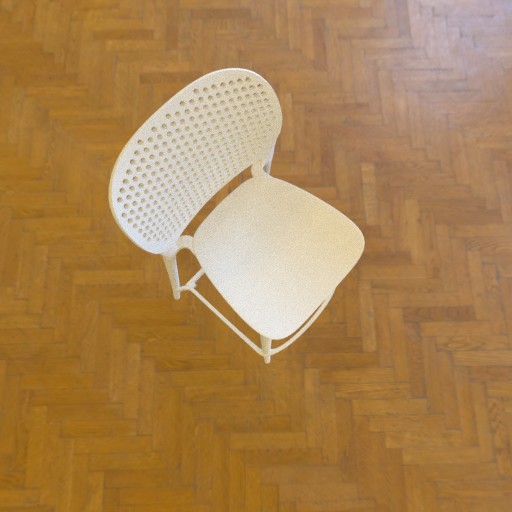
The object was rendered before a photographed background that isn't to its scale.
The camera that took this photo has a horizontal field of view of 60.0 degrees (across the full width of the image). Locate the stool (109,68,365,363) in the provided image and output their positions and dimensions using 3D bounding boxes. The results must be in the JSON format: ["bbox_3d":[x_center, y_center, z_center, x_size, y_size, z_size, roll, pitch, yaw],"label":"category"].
[{"bbox_3d":[0.000,0.000,1.366,0.535,1.045,0.536,42,79,10],"label":"stool"}]
